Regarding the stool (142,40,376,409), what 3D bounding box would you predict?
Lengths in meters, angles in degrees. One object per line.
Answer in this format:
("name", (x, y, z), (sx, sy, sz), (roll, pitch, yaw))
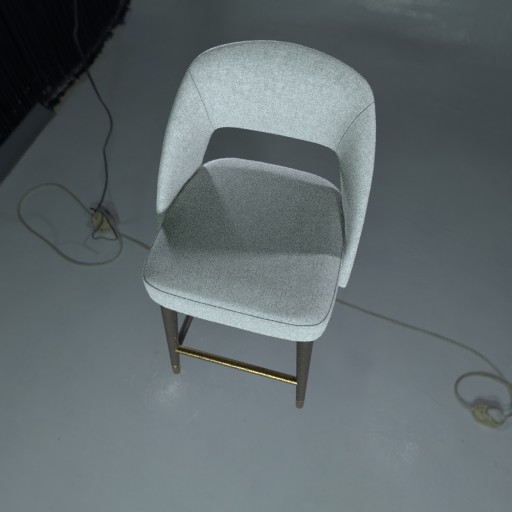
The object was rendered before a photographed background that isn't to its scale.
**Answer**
("stool", (0.000, 0.000, 1.204), (0.494, 0.940, 0.509), (13, 60, 8))
